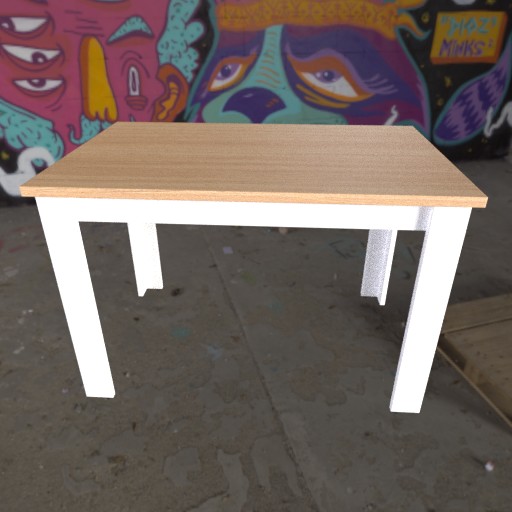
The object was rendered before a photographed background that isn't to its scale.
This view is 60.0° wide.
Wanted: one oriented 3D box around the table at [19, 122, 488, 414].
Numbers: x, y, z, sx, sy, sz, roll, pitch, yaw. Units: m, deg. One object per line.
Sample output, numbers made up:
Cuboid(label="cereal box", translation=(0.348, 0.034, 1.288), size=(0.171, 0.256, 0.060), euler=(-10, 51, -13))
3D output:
Cuboid(label="table", translation=(0.000, 0.000, 1.519), size=(1.100, 0.734, 0.700), euler=(2, 29, 3))
